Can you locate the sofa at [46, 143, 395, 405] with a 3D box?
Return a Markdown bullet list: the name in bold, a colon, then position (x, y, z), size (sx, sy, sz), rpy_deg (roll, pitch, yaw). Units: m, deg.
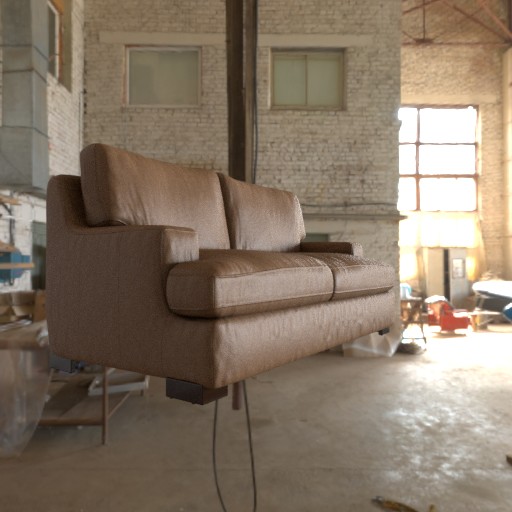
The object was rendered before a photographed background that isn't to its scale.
- **sofa**: position (0.000, 0.000, 2.376), size (0.962, 0.980, 1.855), rpy_deg (-1, -1, 35)
